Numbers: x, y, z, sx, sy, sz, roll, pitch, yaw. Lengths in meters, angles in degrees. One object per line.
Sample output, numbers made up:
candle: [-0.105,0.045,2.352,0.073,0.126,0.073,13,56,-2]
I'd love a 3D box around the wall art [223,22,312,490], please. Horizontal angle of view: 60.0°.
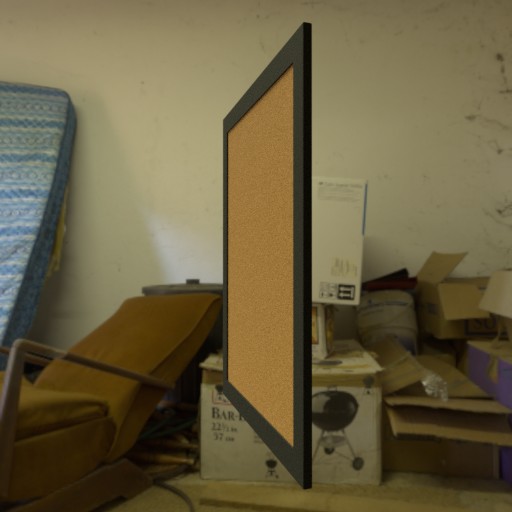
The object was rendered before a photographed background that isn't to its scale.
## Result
wall art: [0.000,0.000,0.679,0.012,0.529,0.374,0,0,-18]
